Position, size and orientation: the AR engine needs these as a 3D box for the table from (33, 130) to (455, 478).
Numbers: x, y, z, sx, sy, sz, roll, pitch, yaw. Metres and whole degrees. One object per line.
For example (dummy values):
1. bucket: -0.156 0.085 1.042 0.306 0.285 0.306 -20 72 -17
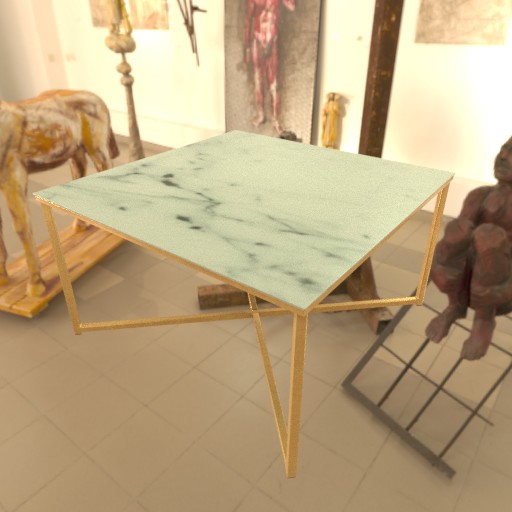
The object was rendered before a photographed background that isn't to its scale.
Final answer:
1. table: 0.000 0.000 1.288 0.800 0.450 0.800 21 36 32
